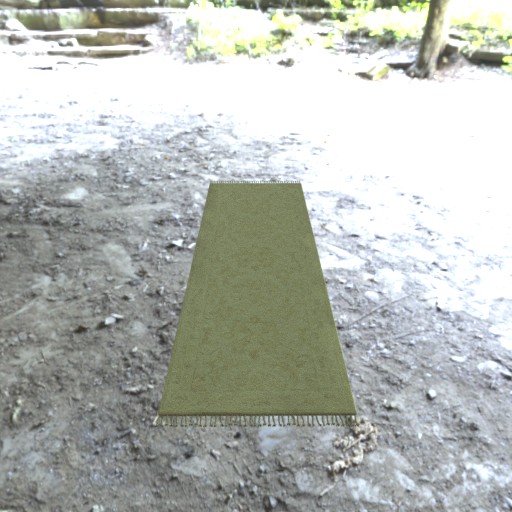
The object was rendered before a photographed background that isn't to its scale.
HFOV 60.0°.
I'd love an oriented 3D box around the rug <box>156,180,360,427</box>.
[{"bbox_3d":[0.000,0.000,2.802,0.795,0.015,2.544,0,31,0],"label":"rug"}]
